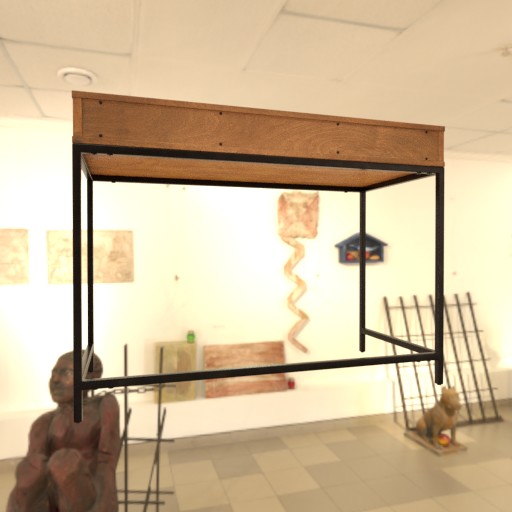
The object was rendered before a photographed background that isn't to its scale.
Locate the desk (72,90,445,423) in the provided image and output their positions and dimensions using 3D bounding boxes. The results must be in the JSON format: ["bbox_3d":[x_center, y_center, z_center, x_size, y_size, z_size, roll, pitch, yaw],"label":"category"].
[{"bbox_3d":[0.000,0.000,1.382,1.016,0.762,0.470,0,1,-17],"label":"desk"}]
